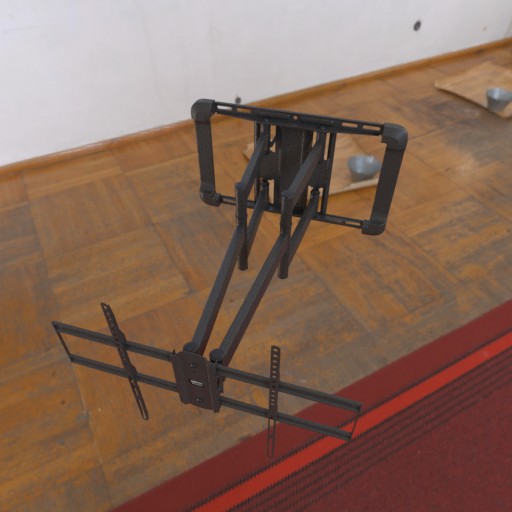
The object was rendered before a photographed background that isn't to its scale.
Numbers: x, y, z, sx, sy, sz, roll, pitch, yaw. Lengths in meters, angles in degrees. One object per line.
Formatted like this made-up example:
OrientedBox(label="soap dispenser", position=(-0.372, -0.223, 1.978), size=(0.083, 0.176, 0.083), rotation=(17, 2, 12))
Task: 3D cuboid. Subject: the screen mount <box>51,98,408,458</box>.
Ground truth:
OrientedBox(label="screen mount", position=(0.000, 0.000, 1.292), size=(0.725, 0.483, 0.905), rotation=(12, 45, 12))
